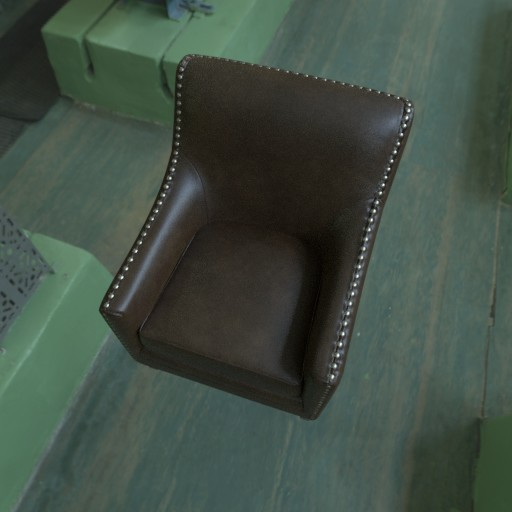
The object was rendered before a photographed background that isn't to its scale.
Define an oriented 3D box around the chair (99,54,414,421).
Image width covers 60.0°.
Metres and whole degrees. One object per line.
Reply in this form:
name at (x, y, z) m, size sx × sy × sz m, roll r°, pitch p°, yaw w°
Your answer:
chair at (0.000, 0.000, 1.328) m, size 0.639 × 0.813 × 0.704 m, roll 16°, pitch 60°, yaw 9°
